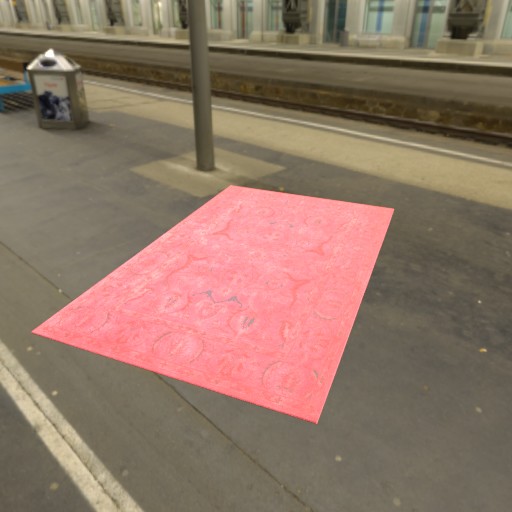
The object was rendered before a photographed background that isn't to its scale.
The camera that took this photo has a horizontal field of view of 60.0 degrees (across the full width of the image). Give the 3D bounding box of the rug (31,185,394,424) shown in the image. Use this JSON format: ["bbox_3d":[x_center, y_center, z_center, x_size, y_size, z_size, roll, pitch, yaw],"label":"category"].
[{"bbox_3d":[0.000,0.000,3.030,1.534,0.010,2.423,11,31,20],"label":"rug"}]
